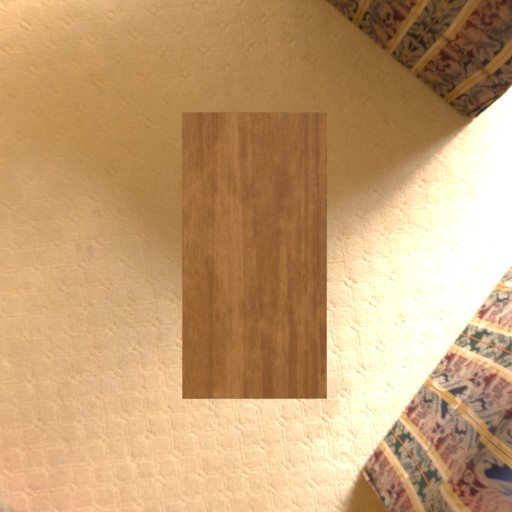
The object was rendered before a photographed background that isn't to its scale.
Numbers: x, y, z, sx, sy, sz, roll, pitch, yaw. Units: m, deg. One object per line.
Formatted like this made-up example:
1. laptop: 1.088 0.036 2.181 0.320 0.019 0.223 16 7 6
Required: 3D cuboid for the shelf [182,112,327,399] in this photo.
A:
1. shelf: 0.000 0.000 2.302 0.453 1.930 0.864 0 90 0
